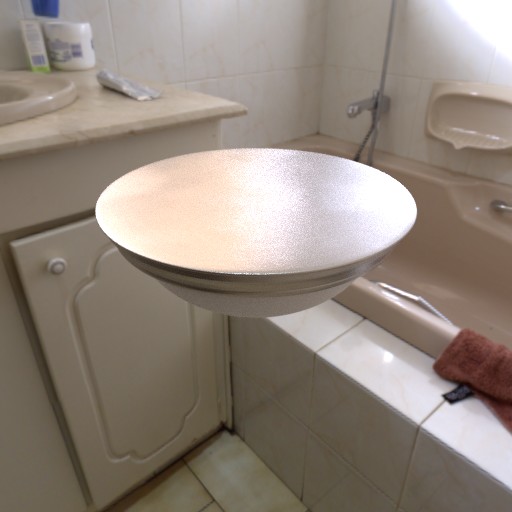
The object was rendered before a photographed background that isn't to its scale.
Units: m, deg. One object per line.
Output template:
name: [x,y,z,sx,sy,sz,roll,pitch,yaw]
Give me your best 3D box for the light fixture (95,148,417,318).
light fixture: [0.000,0.000,0.437,0.280,0.135,0.280,0,30,0]
